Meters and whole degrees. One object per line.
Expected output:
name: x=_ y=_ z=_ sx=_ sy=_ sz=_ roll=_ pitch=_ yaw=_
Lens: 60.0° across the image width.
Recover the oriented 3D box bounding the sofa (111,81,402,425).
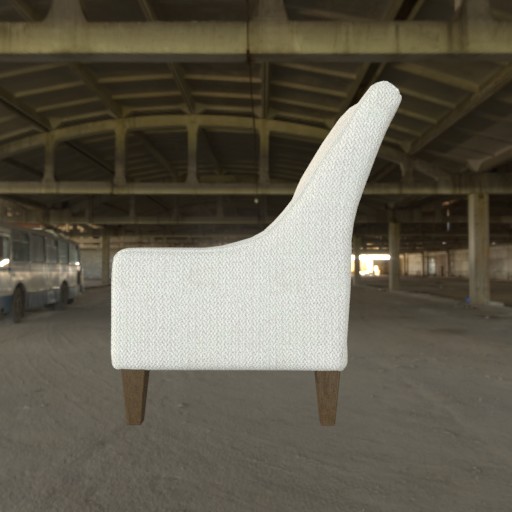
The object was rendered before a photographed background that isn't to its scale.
sofa: x=0.000 y=0.000 z=1.896 sx=0.870 sy=1.022 sz=1.242 roll=0 pitch=-1 yaw=0
